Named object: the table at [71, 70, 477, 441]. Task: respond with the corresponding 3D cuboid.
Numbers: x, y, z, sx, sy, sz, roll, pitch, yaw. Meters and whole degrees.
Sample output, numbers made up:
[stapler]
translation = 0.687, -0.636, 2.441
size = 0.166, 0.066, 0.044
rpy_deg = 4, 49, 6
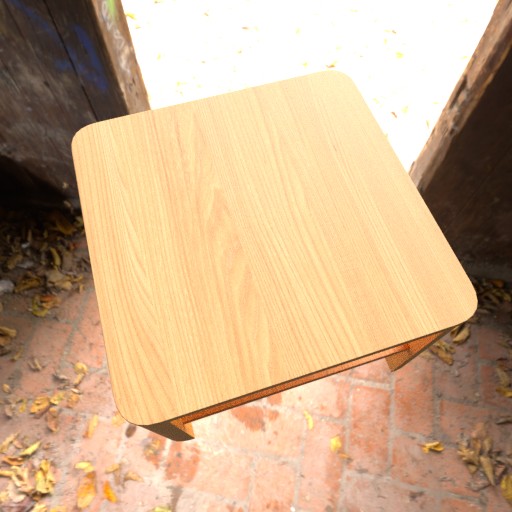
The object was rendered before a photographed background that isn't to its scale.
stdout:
[table]
translation = 0.000, 0.000, 1.203
size = 0.750, 0.450, 0.750
rpy_deg = -16, 65, -8
